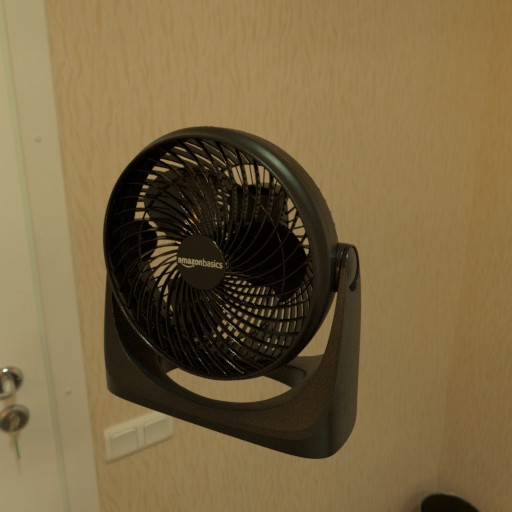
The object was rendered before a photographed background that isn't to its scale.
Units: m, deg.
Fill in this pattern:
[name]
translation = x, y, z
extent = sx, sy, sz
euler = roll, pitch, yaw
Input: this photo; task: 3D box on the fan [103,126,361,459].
[fan]
translation = 0.000, 0.000, 0.500
extent = 0.273, 0.277, 0.256
euler = 7, 17, 26
